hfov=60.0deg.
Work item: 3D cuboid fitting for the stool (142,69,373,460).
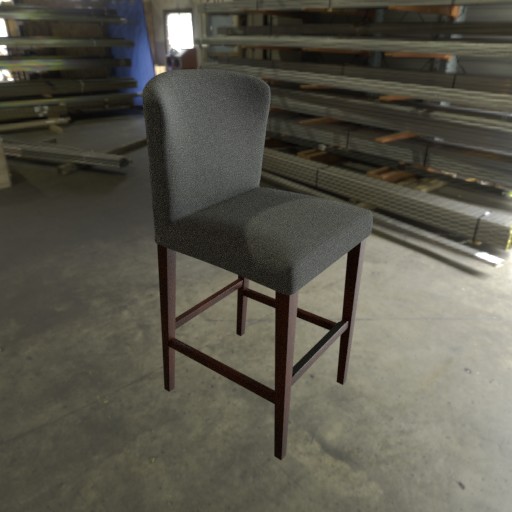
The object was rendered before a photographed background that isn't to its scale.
[{"bbox_3d":[0.000,0.000,1.400,0.568,1.069,0.486,19,32,33],"label":"stool"}]
